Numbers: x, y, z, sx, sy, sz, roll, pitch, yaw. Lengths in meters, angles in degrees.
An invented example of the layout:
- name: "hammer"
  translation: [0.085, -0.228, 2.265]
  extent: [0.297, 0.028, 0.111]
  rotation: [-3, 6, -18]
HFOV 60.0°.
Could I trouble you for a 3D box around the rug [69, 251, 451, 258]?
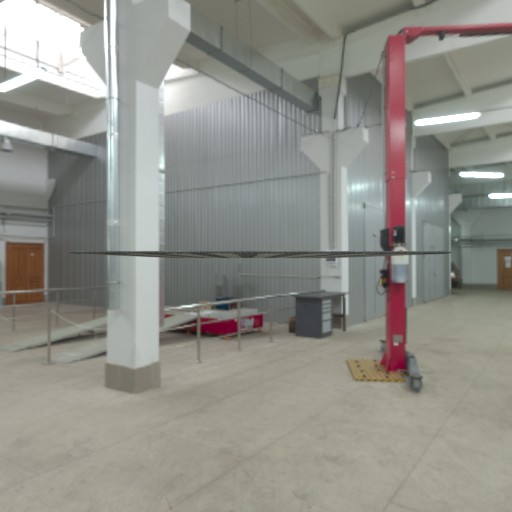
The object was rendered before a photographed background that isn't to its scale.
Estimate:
- name: "rug"
  translation: [0.000, 0.000, 3.026]
  extent: [1.554, 0.011, 2.476]
  rotation: [0, -1, -1]
